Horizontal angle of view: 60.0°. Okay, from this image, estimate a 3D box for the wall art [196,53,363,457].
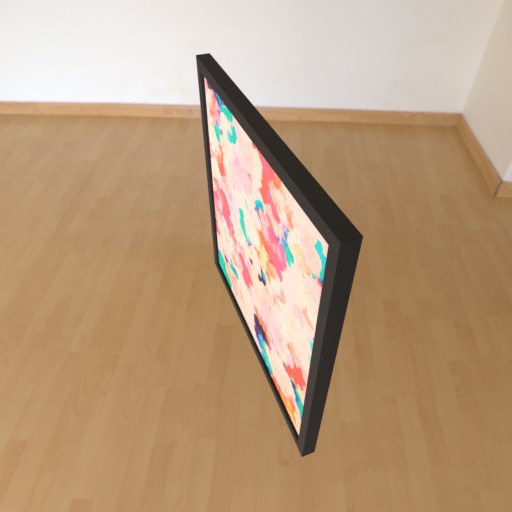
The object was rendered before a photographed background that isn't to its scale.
[{"bbox_3d":[0.000,0.000,0.462,0.015,0.304,0.306,-15,46,-15],"label":"wall art"}]
